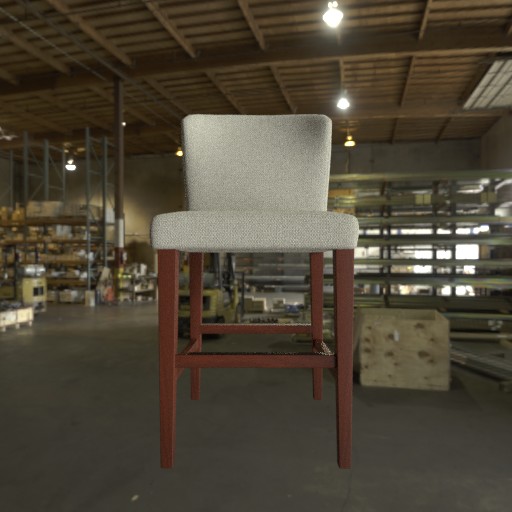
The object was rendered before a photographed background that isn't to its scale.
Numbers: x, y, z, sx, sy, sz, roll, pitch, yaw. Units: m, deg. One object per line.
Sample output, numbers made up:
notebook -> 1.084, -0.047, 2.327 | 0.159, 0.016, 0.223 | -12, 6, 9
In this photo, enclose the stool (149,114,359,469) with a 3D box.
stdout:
stool -> 0.000, 0.000, 1.266 | 0.481, 0.969, 0.568 | 0, 0, 0
